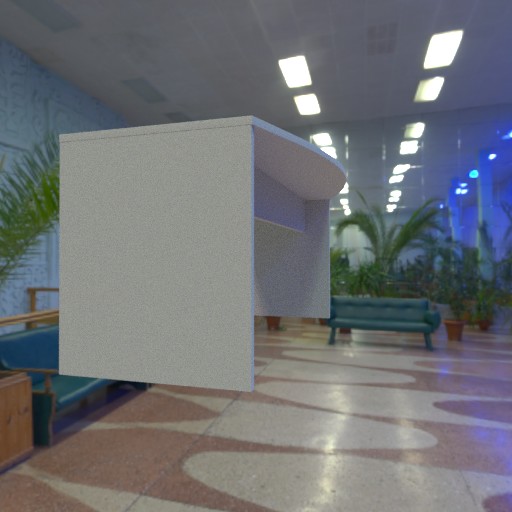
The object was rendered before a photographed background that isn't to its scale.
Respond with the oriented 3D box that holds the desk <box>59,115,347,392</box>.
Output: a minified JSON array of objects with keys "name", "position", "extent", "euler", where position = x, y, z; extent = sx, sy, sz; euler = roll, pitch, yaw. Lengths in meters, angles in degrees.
[{"name":"desk","position":[0.000,0.000,2.034],"extent":[0.802,0.750,1.600],"euler":[0,0,17]}]
